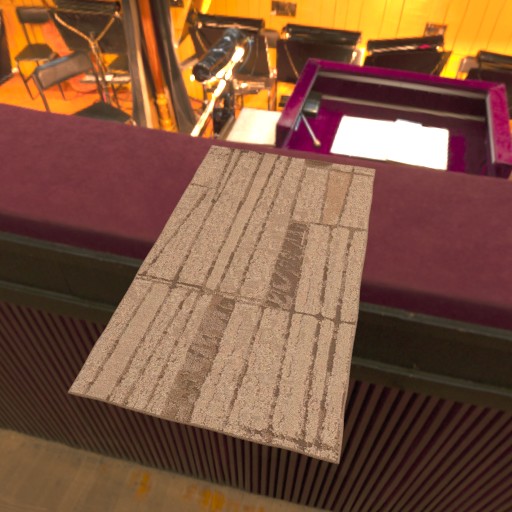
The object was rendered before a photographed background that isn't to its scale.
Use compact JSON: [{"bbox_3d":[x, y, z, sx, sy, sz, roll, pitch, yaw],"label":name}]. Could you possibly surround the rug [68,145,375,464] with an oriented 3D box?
[{"bbox_3d":[0.000,0.000,1.079,0.515,0.007,0.867,11,48,10],"label":"rug"}]
